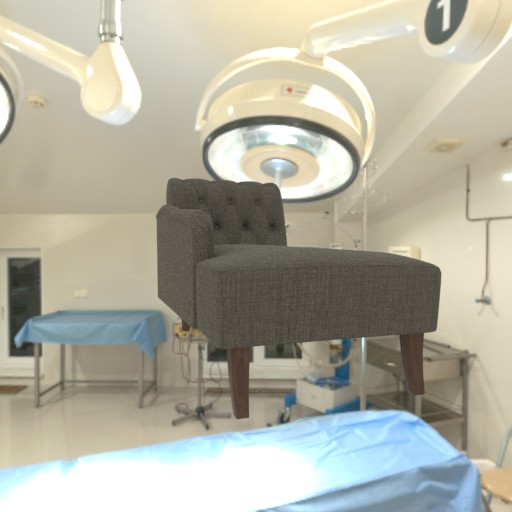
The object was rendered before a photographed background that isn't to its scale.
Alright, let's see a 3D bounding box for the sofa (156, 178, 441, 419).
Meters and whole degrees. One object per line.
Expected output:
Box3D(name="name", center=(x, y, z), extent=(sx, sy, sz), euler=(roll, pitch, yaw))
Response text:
Box3D(name="sofa", center=(0.000, 0.000, 1.815), extent=(0.675, 0.787, 1.379), euler=(0, 1, -19))
